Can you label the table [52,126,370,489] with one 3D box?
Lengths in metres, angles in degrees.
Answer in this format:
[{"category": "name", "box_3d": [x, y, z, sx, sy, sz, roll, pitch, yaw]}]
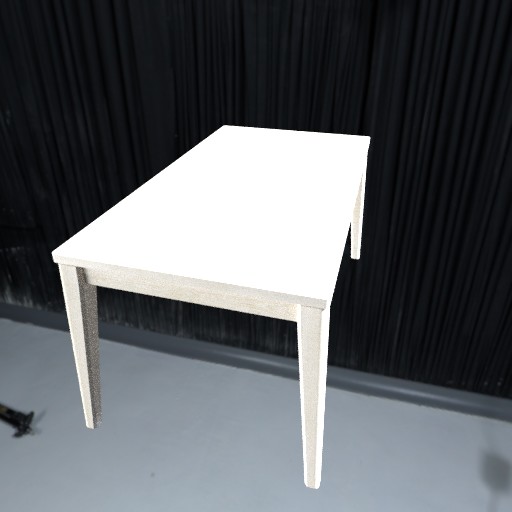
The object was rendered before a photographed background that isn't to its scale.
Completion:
[{"category": "table", "box_3d": [0.000, 0.000, 2.060, 0.900, 0.760, 1.600, 8, 32, 14]}]
